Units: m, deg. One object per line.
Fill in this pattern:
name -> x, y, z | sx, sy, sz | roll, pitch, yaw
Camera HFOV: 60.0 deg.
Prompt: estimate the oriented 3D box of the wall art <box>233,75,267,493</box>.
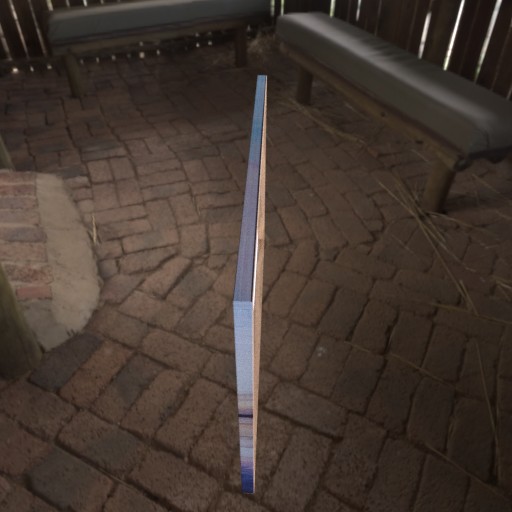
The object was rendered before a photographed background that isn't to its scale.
wall art -> 0.000, 0.000, 1.414 | 0.034, 0.756, 1.137 | 1, 40, 2
